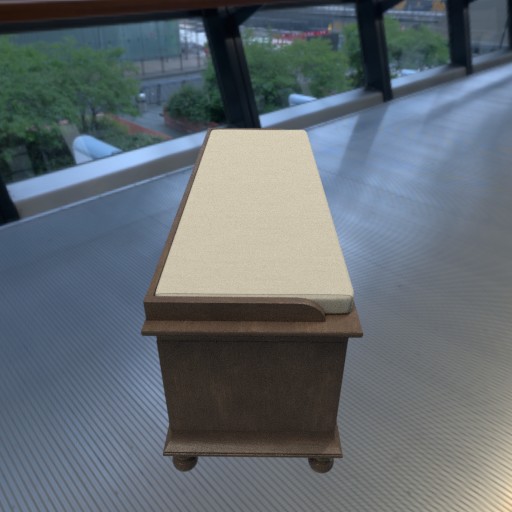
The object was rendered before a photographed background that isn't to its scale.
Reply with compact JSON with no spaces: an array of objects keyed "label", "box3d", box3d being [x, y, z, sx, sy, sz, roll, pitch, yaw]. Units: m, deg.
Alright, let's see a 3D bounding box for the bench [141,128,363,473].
[{"label":"bench","box3d":[0.000,0.000,1.408,0.402,0.501,1.185,0,32,1]}]
